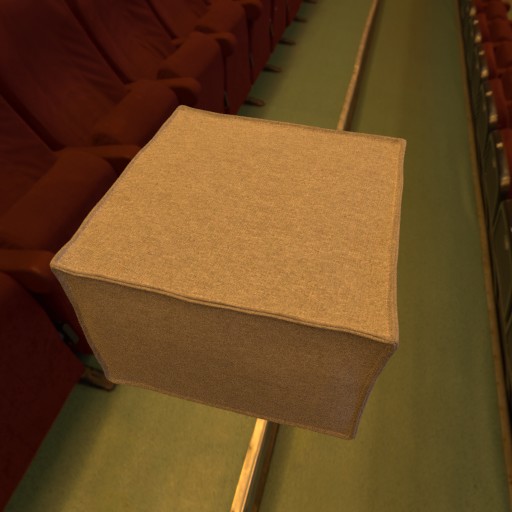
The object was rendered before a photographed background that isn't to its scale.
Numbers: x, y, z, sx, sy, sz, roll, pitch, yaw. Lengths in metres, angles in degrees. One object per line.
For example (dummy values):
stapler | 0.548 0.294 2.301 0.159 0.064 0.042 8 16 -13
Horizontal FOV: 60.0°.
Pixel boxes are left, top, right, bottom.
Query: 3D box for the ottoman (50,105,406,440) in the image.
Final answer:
ottoman | 0.000 0.000 1.182 0.696 0.470 0.707 11 47 10
